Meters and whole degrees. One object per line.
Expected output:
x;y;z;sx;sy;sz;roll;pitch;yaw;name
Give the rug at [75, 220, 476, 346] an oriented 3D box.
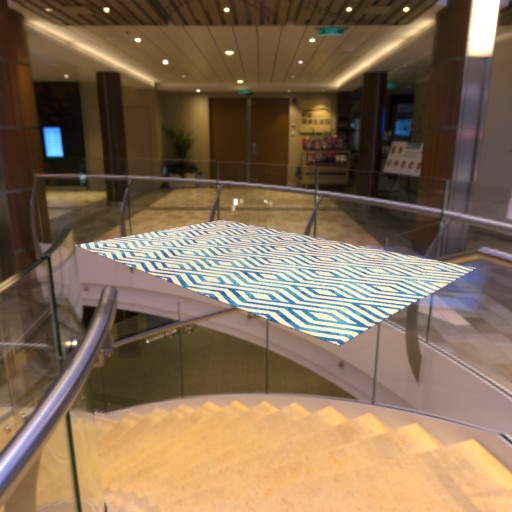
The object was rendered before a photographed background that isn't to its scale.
0.000;0.000;3.135;2.439;0.008;1.531;14;21;43;rug
